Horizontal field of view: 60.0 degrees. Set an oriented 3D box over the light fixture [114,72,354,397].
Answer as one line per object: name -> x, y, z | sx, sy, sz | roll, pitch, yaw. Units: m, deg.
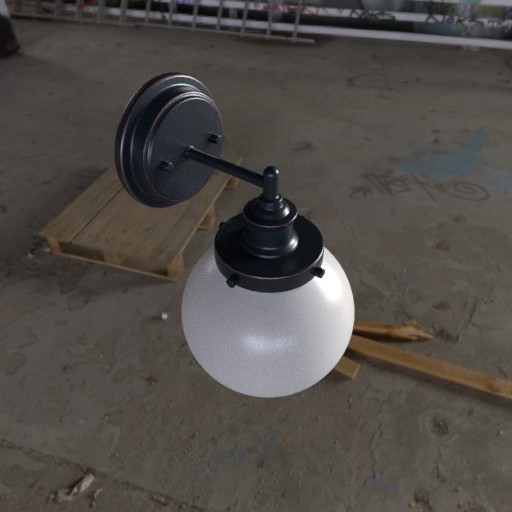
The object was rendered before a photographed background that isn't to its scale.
light fixture -> 0.000, 0.000, 0.473 | 0.230, 0.332, 0.197 | 26, 47, 27
